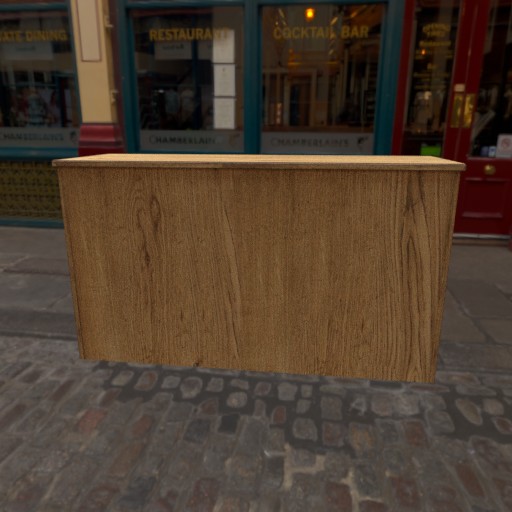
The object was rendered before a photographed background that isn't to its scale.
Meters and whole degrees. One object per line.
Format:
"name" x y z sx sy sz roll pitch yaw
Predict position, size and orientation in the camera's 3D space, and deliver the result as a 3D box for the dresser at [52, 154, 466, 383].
"dresser" 0.000 0.000 2.150 1.657 0.932 0.563 2 16 7
